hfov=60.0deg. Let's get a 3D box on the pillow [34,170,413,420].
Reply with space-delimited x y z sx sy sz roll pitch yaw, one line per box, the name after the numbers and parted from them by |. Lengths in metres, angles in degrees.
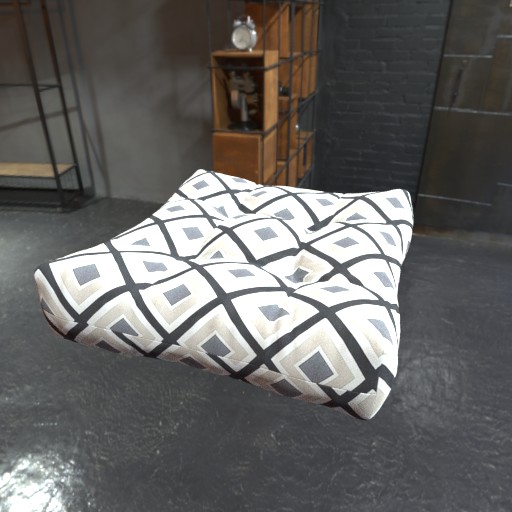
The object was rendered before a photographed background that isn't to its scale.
0.000 0.000 0.717 0.468 0.128 0.490 10 29 17 | pillow
